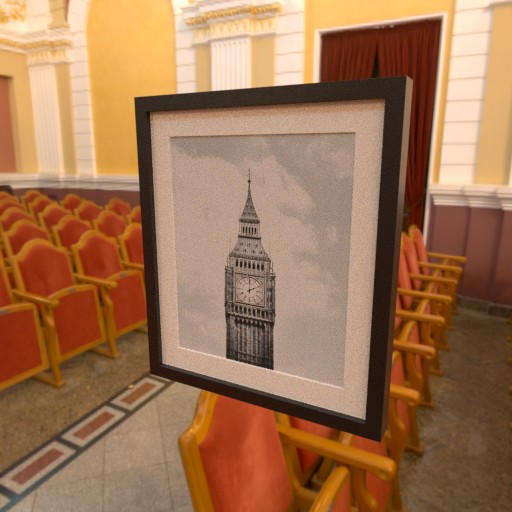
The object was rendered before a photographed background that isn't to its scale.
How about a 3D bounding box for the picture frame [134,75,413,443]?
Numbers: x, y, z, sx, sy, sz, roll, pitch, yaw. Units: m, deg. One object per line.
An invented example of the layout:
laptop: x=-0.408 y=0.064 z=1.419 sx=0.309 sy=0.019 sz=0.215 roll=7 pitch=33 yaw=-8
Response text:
picture frame: x=0.000 y=0.000 z=0.534 sx=0.328 sy=0.378 sz=0.034 roll=7 pitch=15 yaw=28
